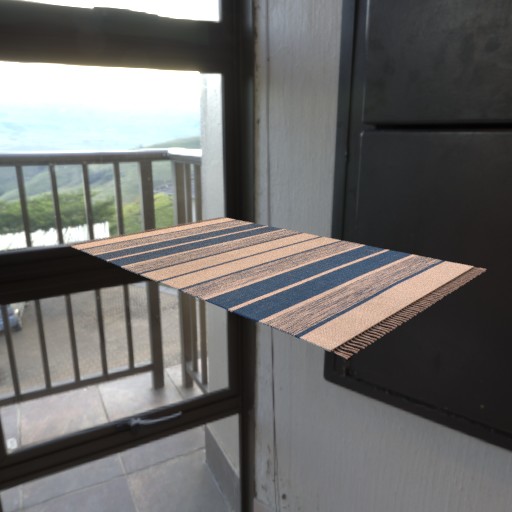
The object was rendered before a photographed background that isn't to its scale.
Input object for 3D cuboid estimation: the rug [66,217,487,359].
[{"bbox_3d":[0.000,0.000,2.985,2.441,0.010,1.532,15,22,42],"label":"rug"}]
